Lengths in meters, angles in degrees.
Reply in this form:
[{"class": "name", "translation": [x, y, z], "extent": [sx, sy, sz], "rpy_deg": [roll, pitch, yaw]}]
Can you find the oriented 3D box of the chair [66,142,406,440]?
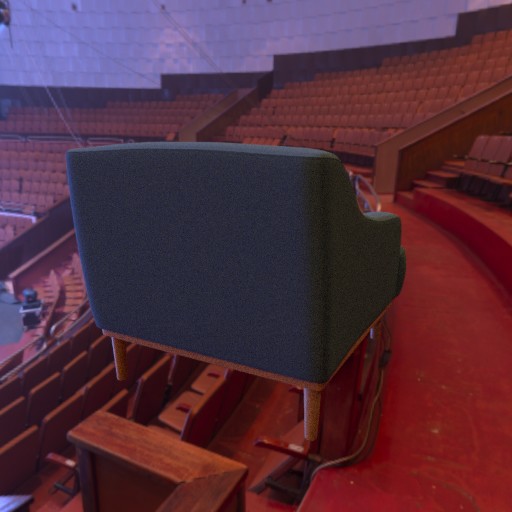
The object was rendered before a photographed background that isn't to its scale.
[{"class": "chair", "translation": [0.000, 0.000, 1.623], "extent": [0.946, 0.818, 0.951], "rpy_deg": [8, 17, 26]}]
